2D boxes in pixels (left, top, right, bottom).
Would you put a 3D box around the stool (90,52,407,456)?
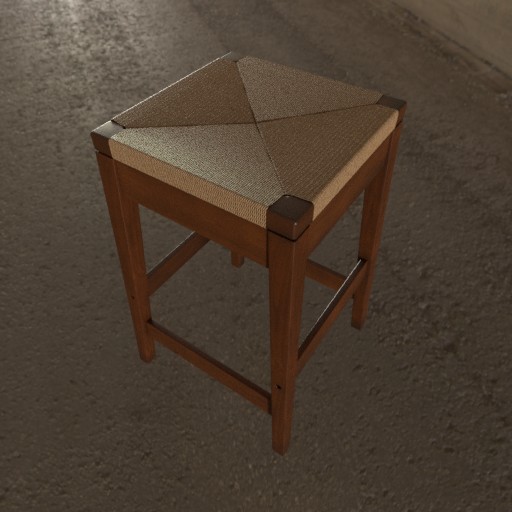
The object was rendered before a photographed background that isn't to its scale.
[{"bbox_3d":[0.000,0.000,1.098,0.507,0.762,0.497,26,52,23],"label":"stool"}]
